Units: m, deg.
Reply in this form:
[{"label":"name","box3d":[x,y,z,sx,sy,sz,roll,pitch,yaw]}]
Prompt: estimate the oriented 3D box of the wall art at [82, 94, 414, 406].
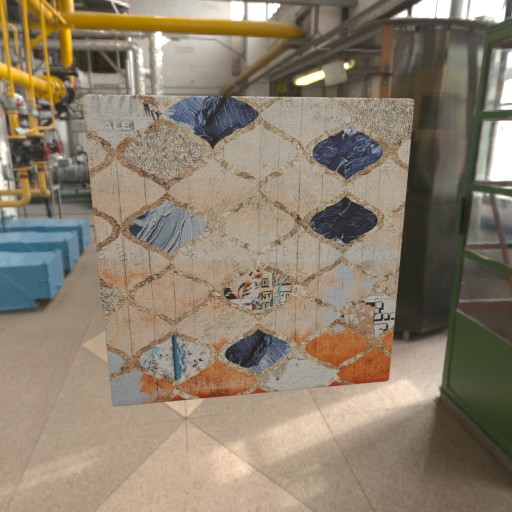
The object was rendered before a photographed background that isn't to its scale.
[{"label":"wall art","box3d":[0.000,0.000,0.753,0.507,0.508,0.038,-3,16,-9]}]
